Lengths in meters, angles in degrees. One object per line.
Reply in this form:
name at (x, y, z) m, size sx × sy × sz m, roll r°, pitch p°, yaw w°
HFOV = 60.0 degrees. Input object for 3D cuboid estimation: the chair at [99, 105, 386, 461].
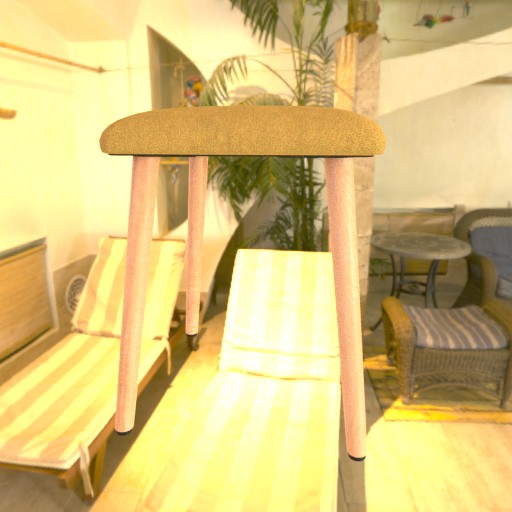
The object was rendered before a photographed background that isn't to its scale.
chair at (0.000, 0.000, 0.695) m, size 0.350 × 0.440 × 0.350 m, roll 2°, pitch 15°, yaw 9°
